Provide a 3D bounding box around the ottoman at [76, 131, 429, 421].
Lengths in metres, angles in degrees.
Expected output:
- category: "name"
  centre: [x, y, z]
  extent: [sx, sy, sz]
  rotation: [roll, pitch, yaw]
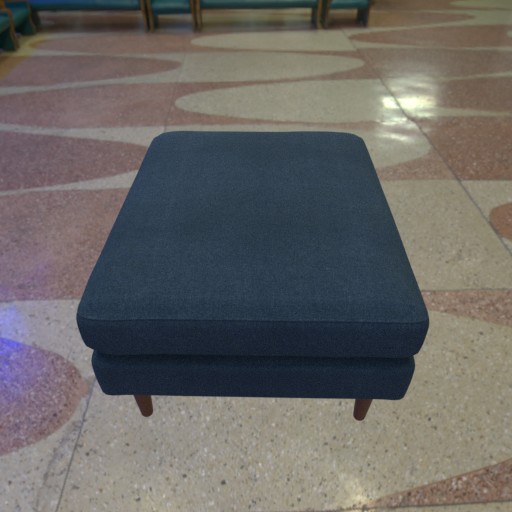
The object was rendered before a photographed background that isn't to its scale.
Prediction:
- category: "ottoman"
  centre: [0.000, 0.000, 1.255]
  extent: [0.693, 0.474, 0.821]
  rotation: [1, 40, 1]
